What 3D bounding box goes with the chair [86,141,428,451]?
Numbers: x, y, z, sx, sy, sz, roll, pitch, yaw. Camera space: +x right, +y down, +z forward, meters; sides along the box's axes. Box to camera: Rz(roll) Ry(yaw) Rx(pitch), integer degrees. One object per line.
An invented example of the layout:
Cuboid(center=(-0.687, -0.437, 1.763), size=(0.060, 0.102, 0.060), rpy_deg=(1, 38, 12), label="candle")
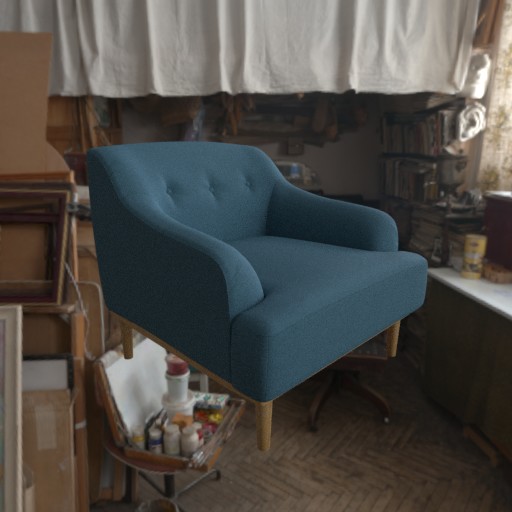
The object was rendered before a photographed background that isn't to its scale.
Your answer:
Cuboid(center=(0.000, 0.000, 1.649), size=(0.951, 0.818, 0.946), rpy_deg=(14, 20, 42), label="chair")
